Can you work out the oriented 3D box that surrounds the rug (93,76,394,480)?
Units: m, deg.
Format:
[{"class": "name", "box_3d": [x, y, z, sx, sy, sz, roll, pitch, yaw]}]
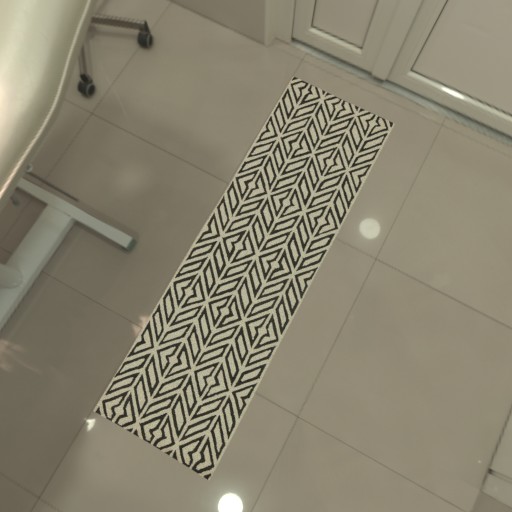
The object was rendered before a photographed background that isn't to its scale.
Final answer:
[{"class": "rug", "box_3d": [0.000, 0.000, 2.689, 0.750, 0.009, 2.435, 28, 78, 7]}]
